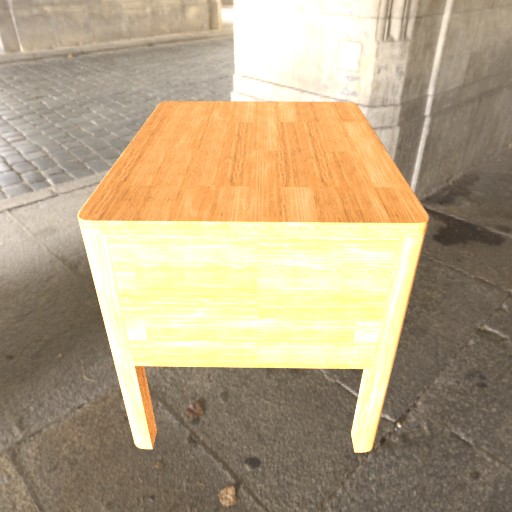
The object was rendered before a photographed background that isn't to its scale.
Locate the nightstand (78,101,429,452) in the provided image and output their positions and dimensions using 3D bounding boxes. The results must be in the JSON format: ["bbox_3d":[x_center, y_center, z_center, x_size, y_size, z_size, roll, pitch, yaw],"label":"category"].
[{"bbox_3d":[0.000,0.000,0.902,0.440,0.470,0.560,1,34,1],"label":"nightstand"}]
